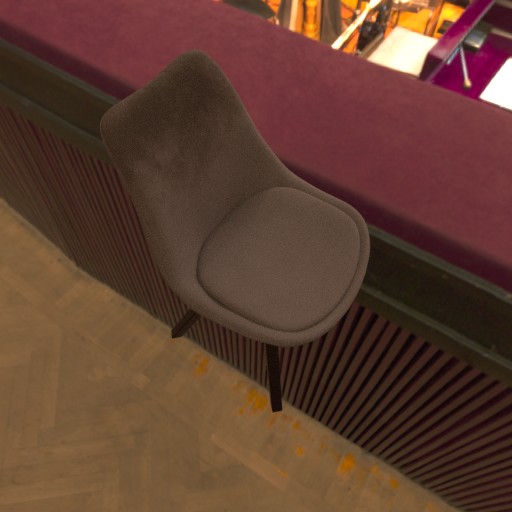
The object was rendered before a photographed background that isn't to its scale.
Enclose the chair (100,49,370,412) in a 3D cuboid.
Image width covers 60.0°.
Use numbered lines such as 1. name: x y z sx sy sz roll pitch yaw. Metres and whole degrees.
1. chair: 0.000 0.000 1.164 0.550 0.850 0.476 30 62 18
